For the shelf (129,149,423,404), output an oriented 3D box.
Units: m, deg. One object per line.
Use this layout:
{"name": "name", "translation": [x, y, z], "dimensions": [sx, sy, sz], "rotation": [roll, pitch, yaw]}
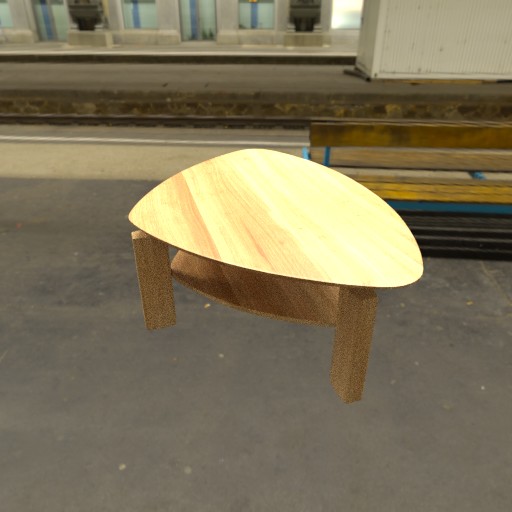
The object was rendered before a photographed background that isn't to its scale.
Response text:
{"name": "shelf", "translation": [0.000, 0.000, 1.653], "dimensions": [0.863, 0.439, 1.240], "rotation": [-9, 31, -16]}
